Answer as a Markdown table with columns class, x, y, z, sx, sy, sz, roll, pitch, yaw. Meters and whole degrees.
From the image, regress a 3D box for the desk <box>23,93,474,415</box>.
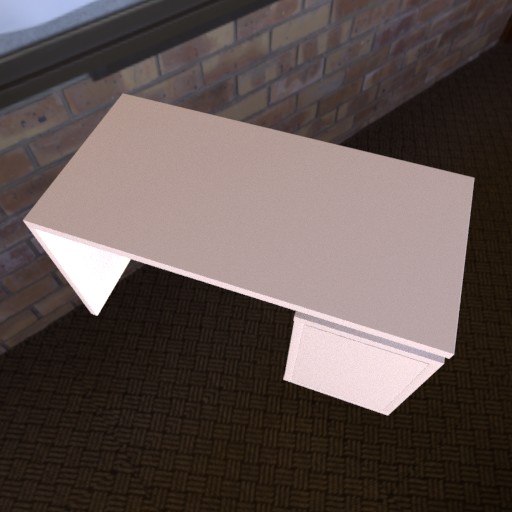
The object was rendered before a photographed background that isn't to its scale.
| class | x | y | z | sx | sy | sz | roll | pitch | yaw |
| --- | --- | --- | --- | --- | --- | --- | --- | --- | --- |
| desk | 0.000 | 0.000 | 1.835 | 1.400 | 0.740 | 0.690 | 16 | 59 | 10 |
